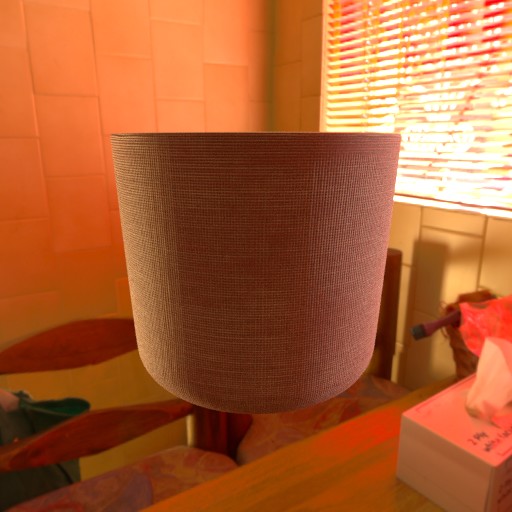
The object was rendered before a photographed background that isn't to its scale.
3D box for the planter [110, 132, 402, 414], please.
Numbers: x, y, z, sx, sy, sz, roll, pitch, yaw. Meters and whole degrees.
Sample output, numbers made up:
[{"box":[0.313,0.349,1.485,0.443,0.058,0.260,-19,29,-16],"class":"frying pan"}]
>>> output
[{"box":[0.000,0.000,0.752,0.440,0.398,0.440,0,15,0],"class":"planter"}]
